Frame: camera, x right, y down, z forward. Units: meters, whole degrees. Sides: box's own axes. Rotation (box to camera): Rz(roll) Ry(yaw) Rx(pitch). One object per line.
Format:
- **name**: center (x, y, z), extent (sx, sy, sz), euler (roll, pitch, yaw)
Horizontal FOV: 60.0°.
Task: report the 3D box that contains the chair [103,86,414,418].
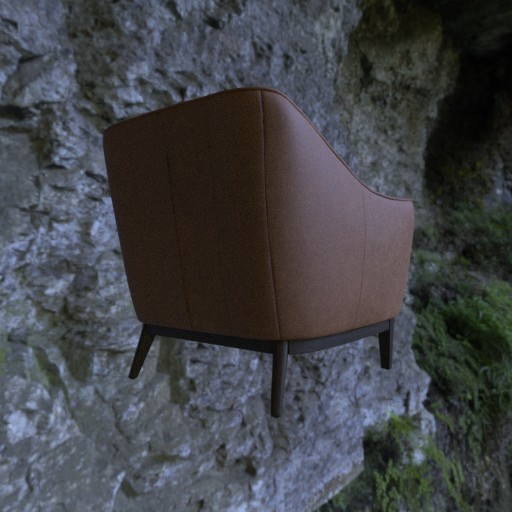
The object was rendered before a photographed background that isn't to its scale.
- **chair**: center (0.000, 0.000, 1.557), extent (0.871, 0.830, 0.852), euler (0, 0, 37)
